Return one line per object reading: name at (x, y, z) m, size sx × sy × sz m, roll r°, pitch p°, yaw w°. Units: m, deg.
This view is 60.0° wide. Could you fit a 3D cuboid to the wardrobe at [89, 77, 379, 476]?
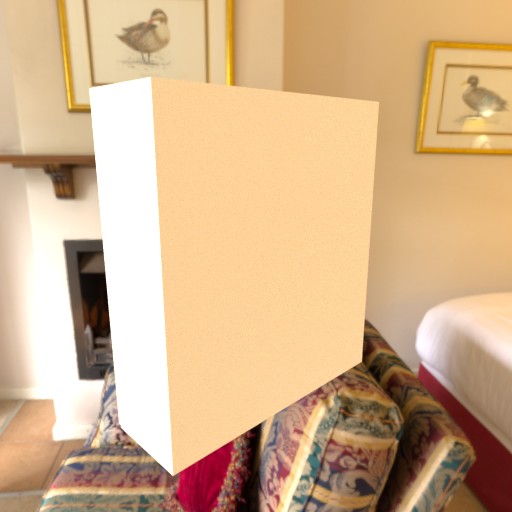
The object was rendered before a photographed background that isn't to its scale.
wardrobe at (0.000, 0.000, 2.965) m, size 1.830 × 2.020 × 0.600 m, roll -14°, pitch 20°, yaw -42°
